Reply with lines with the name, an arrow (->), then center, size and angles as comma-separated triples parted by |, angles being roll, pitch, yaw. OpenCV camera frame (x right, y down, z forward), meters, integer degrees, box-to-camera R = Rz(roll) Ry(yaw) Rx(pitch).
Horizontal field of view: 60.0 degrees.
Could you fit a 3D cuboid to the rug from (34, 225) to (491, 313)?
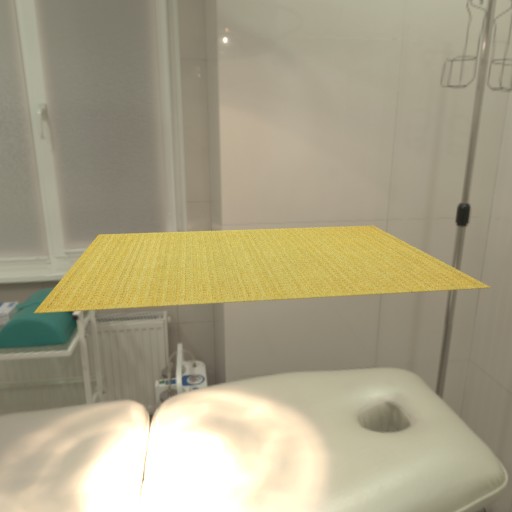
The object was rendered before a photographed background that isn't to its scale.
rug -> 0.000, 0.000, 3.712 | 2.895, 0.006, 1.981 | -2, 16, -8
